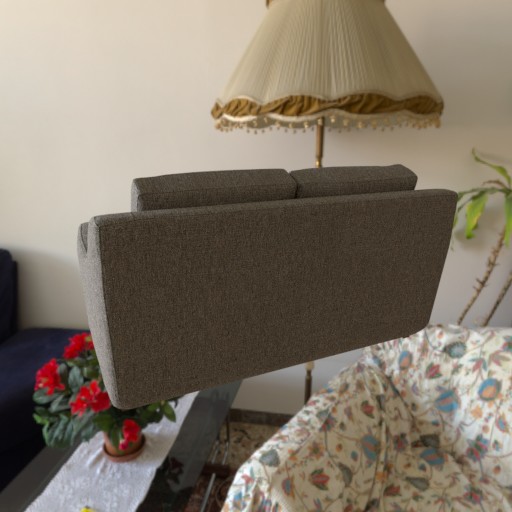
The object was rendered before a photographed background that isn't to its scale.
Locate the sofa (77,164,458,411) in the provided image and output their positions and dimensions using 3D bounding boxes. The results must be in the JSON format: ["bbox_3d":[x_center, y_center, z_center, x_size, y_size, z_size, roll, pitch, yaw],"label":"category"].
[{"bbox_3d":[0.000,0.000,2.411,1.778,0.991,1.120,-8,18,-25],"label":"sofa"}]
